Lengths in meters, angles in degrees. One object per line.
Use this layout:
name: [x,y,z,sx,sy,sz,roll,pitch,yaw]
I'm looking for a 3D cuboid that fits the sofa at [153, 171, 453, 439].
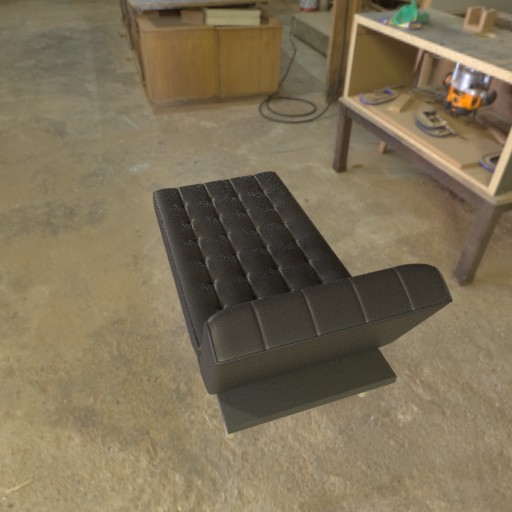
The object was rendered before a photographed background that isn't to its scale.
sofa: [0.000,0.000,2.032,0.760,0.820,1.560,-12,42,-14]
